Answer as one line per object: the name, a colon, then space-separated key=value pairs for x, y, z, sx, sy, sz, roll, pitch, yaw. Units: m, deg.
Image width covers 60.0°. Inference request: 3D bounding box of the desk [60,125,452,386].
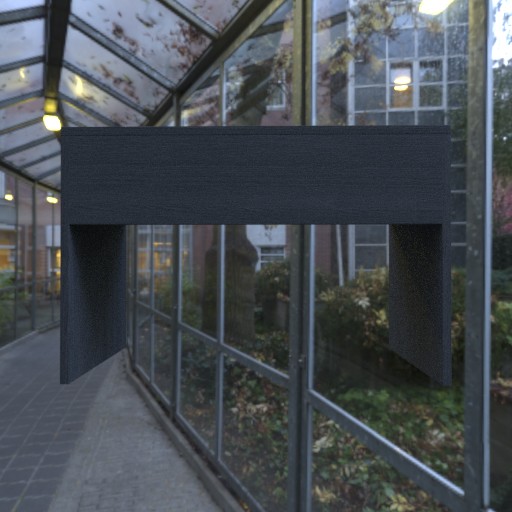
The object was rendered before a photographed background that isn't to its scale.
desk: x=0.000 y=0.000 z=1.525 sx=1.099 sy=0.729 sz=0.557 roll=0 pitch=0 yaw=1
